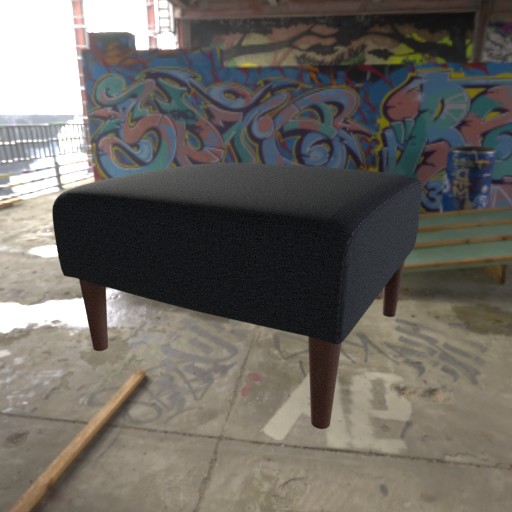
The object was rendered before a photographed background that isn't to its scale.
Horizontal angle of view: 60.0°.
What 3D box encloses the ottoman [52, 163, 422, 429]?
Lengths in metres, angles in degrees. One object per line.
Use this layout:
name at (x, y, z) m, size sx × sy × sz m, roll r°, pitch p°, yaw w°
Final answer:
ottoman at (0.000, 0.000, 1.075) m, size 0.650 × 0.398 × 0.649 m, roll 10°, pitch 20°, yaw 28°
